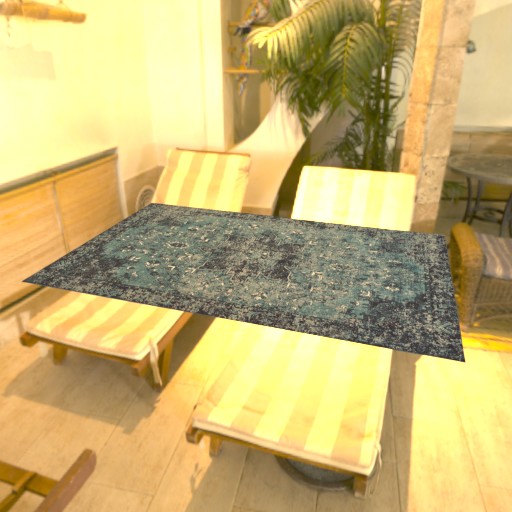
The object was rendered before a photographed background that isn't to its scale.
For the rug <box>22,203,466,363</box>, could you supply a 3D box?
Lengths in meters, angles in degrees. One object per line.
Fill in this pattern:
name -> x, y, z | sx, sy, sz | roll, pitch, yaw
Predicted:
rug -> 0.000, 0.000, 2.952 | 2.440, 0.007, 1.525 | 8, 27, 16
